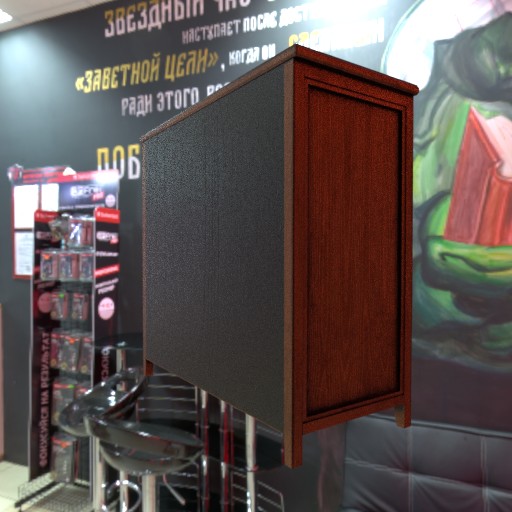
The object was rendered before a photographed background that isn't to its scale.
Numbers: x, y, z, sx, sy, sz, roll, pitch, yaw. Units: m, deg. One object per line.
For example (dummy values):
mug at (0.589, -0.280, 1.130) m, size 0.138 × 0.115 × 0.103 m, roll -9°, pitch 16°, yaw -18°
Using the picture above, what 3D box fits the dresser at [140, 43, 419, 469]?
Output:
dresser at (0.000, 0.000, 1.941) m, size 0.591 × 1.224 × 1.250 m, roll 0°, pitch 1°, yaw -35°
